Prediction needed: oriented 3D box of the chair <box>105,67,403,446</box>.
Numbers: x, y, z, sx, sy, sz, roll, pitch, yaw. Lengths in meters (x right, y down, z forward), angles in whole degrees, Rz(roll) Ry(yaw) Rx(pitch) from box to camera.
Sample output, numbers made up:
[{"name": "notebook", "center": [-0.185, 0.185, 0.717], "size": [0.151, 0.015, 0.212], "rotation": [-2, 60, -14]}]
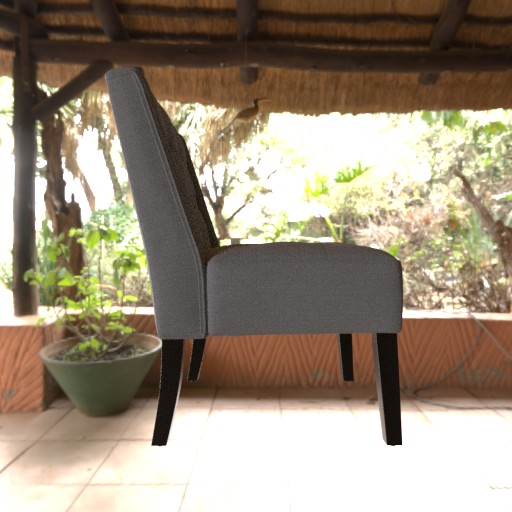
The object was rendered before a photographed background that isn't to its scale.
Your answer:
[{"name": "chair", "center": [0.000, 0.000, 1.251], "size": [0.676, 0.853, 0.569], "rotation": [0, 0, 0]}]
